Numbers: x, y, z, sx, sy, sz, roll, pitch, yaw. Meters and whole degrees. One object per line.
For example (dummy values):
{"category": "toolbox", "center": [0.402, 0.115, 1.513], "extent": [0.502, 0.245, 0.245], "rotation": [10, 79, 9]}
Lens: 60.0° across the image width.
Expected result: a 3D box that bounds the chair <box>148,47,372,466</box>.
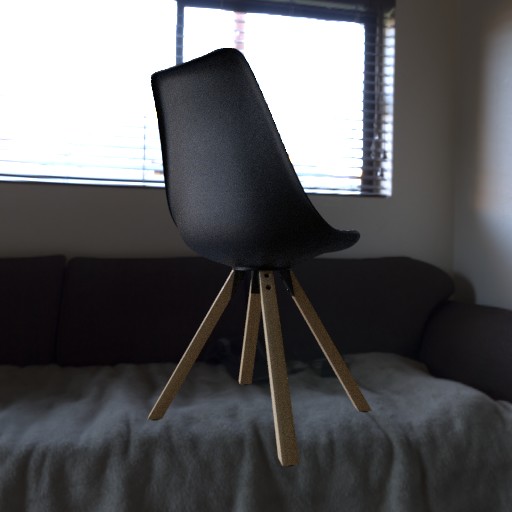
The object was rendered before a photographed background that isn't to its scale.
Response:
{"category": "chair", "center": [0.000, 0.000, 1.168], "extent": [0.485, 0.850, 0.549], "rotation": [0, 1, 37]}
